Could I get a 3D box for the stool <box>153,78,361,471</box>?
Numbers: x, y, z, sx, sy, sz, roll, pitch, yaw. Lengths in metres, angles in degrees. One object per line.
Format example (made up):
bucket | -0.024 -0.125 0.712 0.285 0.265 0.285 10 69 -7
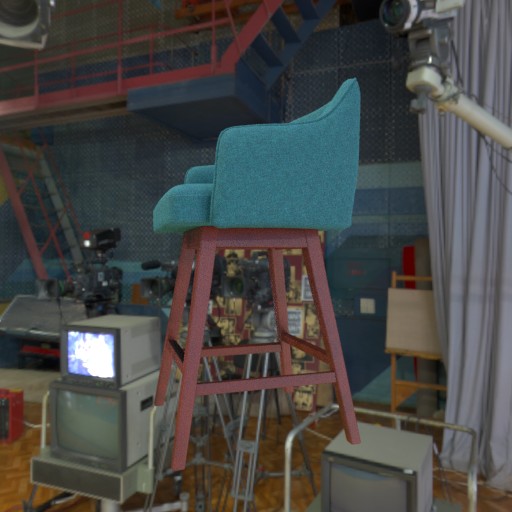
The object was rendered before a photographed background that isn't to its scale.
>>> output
stool | 0.000 0.000 1.295 0.556 0.961 0.548 0 0 -18
